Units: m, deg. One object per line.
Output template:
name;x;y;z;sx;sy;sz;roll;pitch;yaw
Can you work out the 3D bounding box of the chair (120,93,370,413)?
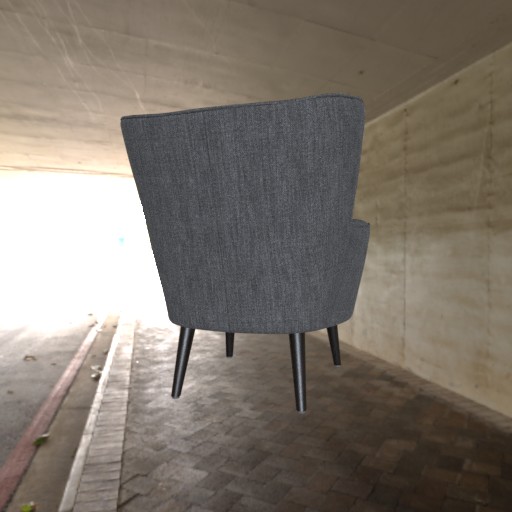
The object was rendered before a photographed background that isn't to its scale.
chair;0.000;0.000;1.587;0.781;0.933;0.888;0;1;18
